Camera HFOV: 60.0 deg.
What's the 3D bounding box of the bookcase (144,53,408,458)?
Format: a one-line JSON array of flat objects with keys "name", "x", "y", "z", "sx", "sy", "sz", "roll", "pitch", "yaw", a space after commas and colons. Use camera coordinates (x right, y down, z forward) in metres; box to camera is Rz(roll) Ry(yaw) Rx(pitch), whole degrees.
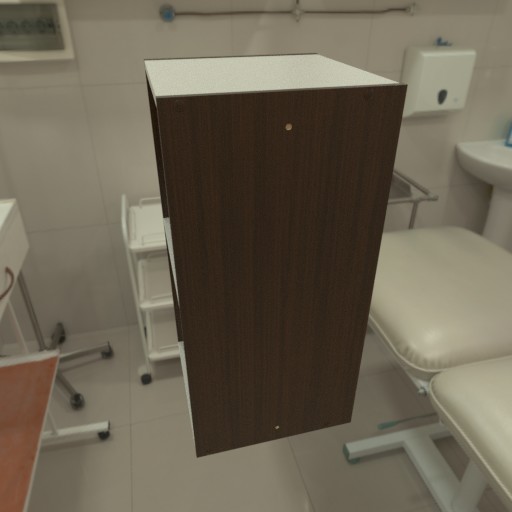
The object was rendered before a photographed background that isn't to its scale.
[{"name": "bookcase", "x": 0.000, "y": 0.000, "z": 0.766, "sx": 0.290, "sy": 0.600, "sz": 0.300, "roll": -8, "pitch": 32, "yaw": -12}]
